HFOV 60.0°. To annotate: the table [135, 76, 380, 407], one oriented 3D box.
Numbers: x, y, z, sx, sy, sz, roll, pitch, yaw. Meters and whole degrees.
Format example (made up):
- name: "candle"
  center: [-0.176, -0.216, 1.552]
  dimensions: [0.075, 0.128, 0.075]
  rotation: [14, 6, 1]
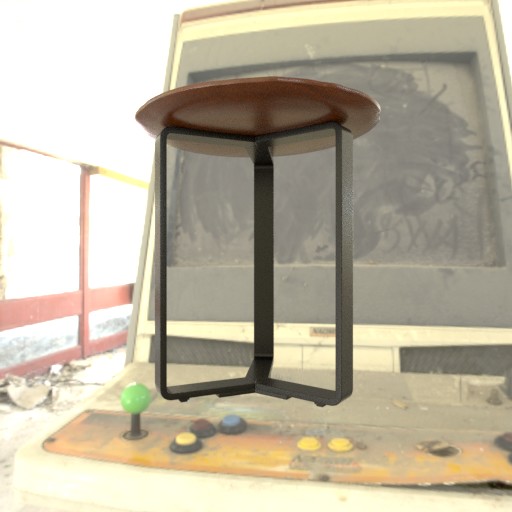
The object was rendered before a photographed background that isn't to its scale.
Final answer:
- name: "table"
  center: [0.000, 0.000, 0.750]
  dimensions: [0.410, 0.450, 0.380]
  rotation: [0, 0, 36]
